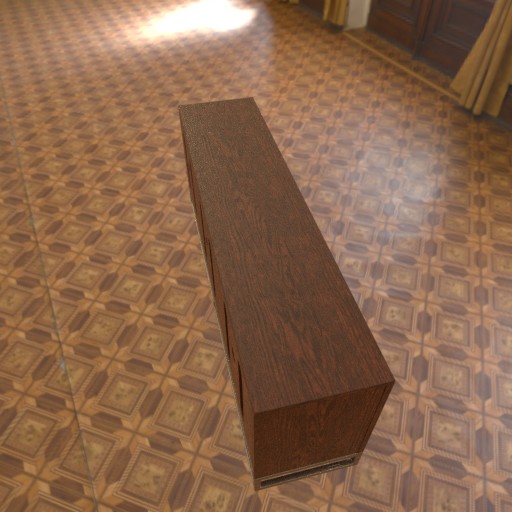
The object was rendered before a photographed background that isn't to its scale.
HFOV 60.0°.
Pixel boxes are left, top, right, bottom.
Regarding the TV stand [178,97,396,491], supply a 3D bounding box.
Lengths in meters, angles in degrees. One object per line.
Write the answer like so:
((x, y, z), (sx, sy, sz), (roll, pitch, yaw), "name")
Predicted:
((0.000, 0.000, 1.795), (0.382, 0.578, 1.541), (-10, 47, -9), "TV stand")
